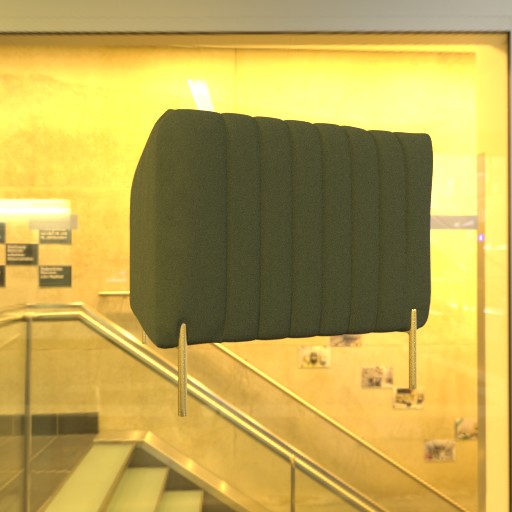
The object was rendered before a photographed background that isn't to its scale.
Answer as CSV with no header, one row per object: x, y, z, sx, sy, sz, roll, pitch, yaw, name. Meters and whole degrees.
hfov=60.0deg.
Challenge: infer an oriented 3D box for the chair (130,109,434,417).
0.000,0.000,1.675,0.877,0.794,1.032,0,0,-19,chair
